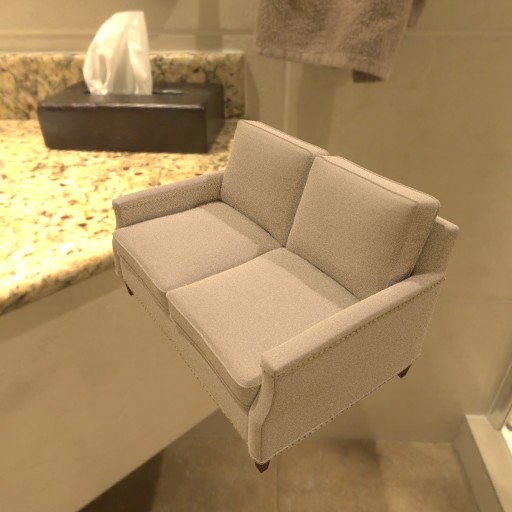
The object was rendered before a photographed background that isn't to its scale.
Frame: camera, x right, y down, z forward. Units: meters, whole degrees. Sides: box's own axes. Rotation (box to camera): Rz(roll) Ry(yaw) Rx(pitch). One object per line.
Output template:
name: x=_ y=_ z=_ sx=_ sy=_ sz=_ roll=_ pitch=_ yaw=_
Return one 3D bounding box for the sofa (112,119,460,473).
sofa: x=0.000 y=0.000 z=2.321 sx=1.084 sy=1.003 sz=1.597 roll=-21 pitch=39 yaw=-28
